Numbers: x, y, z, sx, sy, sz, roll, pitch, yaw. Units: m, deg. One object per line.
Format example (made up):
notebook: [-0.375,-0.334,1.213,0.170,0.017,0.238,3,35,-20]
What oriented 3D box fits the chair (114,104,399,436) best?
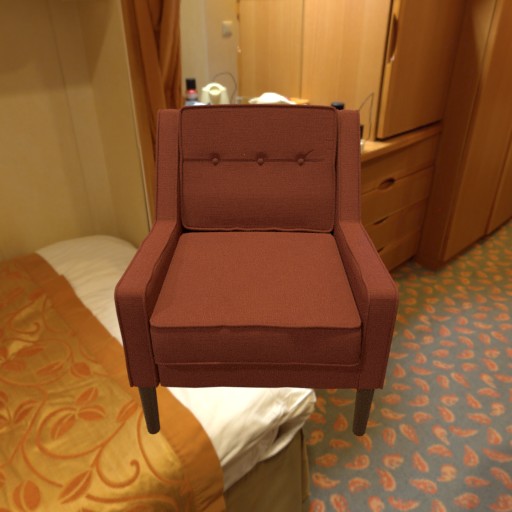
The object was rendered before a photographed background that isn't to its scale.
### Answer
chair: [0.000,0.000,1.368,0.680,0.812,0.770,0,29,1]
